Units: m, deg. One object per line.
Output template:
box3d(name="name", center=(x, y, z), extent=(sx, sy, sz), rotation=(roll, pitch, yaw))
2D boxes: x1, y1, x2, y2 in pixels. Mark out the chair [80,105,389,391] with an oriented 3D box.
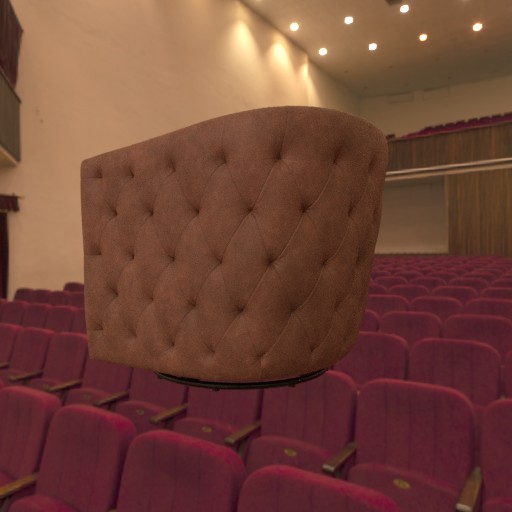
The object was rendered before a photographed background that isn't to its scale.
box3d(name="chair", center=(0.000, 0.000, 1.556), extent=(0.870, 0.790, 0.850), rotation=(0, 0, 35))
